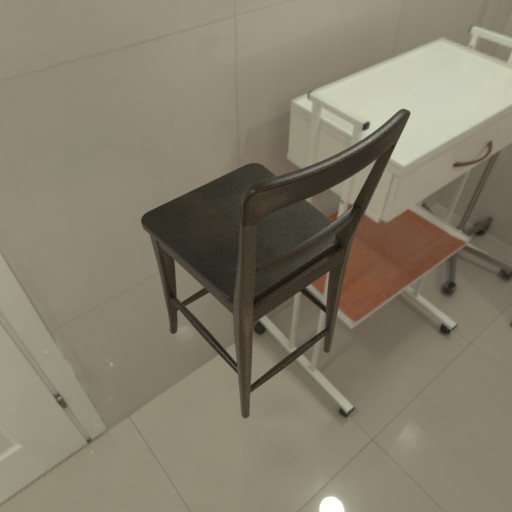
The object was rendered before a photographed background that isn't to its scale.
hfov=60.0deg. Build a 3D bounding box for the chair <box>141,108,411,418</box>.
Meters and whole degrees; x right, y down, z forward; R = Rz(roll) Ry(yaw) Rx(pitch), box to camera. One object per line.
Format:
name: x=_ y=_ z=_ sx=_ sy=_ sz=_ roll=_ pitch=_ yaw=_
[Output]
chair: x=0.000 y=0.000 z=1.301 sx=0.450 sy=0.991 sz=0.546 roll=-31 pitch=54 yaw=-26
